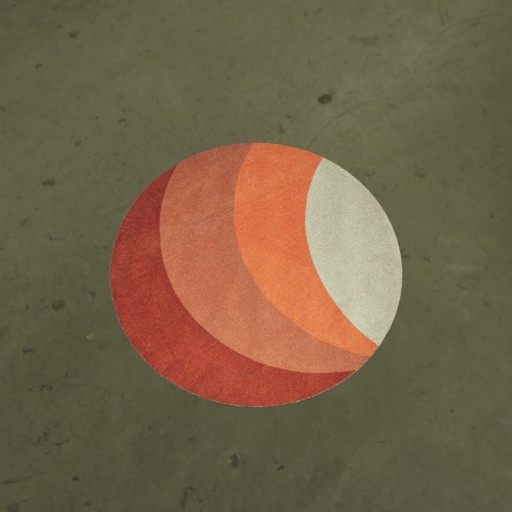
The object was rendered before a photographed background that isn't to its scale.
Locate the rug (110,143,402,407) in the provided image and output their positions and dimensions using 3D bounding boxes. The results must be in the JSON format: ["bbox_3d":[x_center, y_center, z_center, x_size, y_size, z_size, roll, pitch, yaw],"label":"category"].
[{"bbox_3d":[0.000,0.000,2.321,1.514,0.015,1.514,0,63,0],"label":"rug"}]
